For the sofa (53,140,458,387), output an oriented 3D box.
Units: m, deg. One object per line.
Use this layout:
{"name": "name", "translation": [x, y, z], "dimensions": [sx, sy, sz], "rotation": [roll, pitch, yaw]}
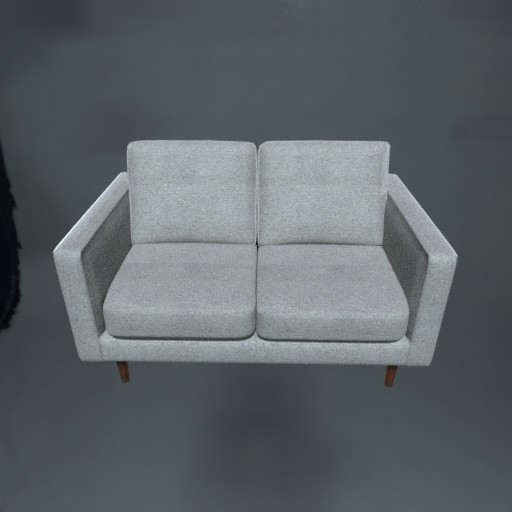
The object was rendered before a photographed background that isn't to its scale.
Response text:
{"name": "sofa", "translation": [0.000, 0.000, 2.162], "dimensions": [1.527, 0.973, 0.969], "rotation": [1, 29, 1]}
